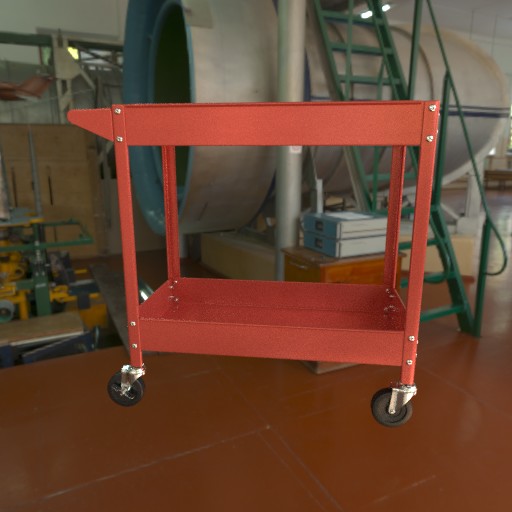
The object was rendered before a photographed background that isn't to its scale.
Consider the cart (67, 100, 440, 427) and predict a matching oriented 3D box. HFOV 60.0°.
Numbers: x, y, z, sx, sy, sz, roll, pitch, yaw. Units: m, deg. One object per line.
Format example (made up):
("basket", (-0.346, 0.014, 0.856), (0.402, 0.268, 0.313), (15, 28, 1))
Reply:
("cart", (0.000, 0.000, 1.139), (0.779, 0.719, 0.366), (2, 14, 7))
